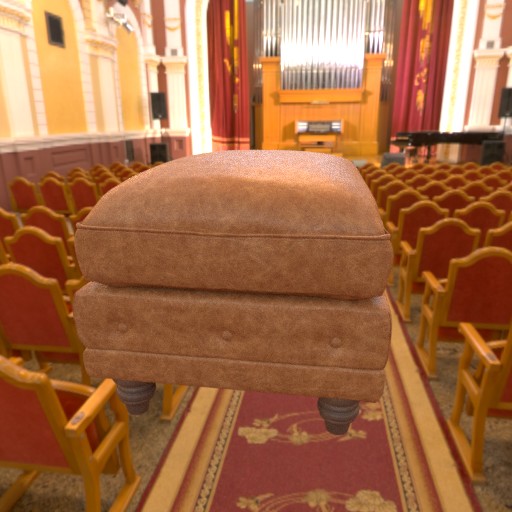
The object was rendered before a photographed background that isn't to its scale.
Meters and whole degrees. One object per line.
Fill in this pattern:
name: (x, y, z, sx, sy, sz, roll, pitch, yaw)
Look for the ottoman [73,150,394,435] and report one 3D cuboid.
ottoman: (0.000, 0.000, 1.048, 0.533, 0.480, 0.710, 3, 17, 8)
